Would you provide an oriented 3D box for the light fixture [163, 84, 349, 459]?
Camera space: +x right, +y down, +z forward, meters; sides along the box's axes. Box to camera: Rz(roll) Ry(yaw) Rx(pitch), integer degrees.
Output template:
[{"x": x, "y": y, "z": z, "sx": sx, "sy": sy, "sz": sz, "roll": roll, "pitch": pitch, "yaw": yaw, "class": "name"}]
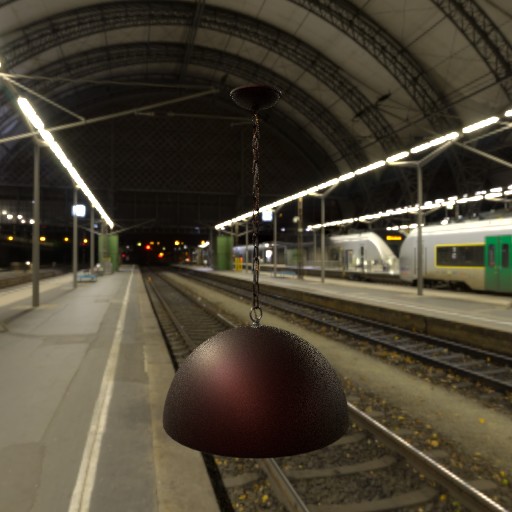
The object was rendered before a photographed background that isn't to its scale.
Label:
[{"x": 0.000, "y": 0.000, "z": 1.193, "sx": 0.492, "sy": 0.869, "sz": 0.492, "roll": 0, "pitch": 0, "yaw": -36, "class": "light fixture"}]
